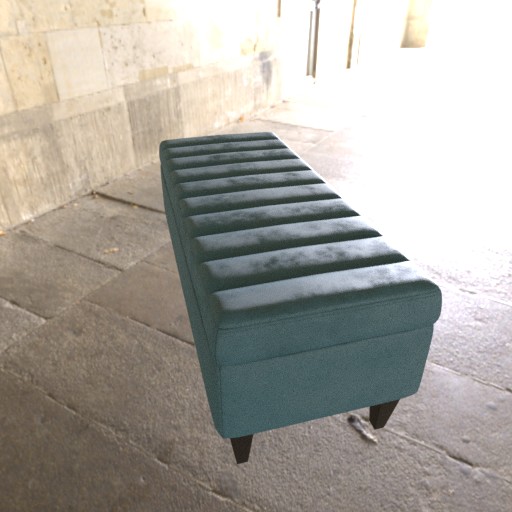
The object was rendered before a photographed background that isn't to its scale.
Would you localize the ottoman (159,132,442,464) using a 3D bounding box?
[{"bbox_3d":[0.000,0.000,1.396,0.482,0.469,1.151,-8,32,-13],"label":"ottoman"}]
